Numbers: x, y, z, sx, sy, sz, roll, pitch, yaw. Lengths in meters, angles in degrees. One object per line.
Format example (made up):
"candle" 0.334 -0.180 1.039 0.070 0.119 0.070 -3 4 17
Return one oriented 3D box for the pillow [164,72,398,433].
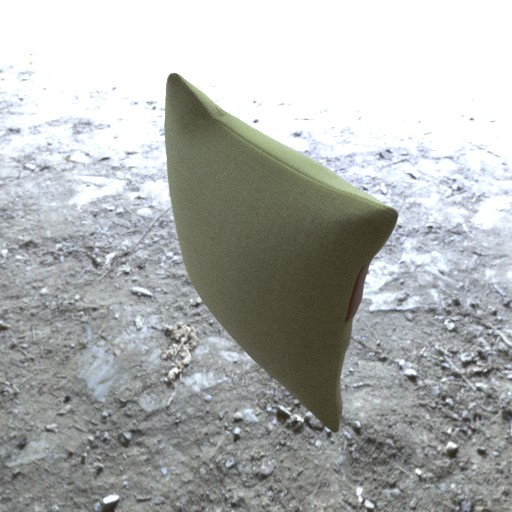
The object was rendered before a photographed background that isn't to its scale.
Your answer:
"pillow" 0.000 0.000 0.634 0.173 0.399 0.414 -25 48 -26
